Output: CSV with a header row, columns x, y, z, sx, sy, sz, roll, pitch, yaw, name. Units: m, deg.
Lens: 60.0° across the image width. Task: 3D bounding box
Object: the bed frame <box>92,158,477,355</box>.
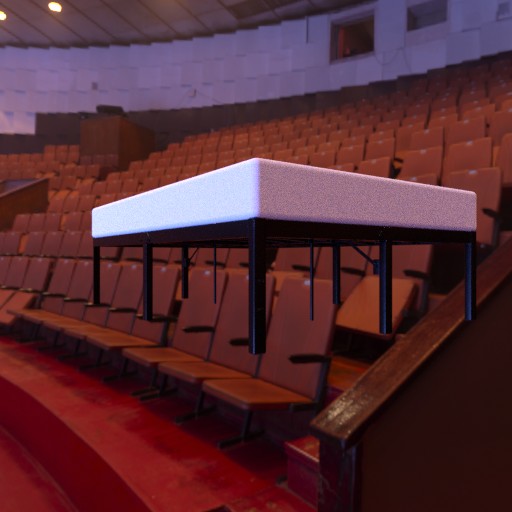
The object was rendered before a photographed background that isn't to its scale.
x,y,z,sx,sy,sz,roll,pitch,yaw,name
0.000,0.000,2.660,1.408,0.659,1.956,0,0,-35,bed frame
